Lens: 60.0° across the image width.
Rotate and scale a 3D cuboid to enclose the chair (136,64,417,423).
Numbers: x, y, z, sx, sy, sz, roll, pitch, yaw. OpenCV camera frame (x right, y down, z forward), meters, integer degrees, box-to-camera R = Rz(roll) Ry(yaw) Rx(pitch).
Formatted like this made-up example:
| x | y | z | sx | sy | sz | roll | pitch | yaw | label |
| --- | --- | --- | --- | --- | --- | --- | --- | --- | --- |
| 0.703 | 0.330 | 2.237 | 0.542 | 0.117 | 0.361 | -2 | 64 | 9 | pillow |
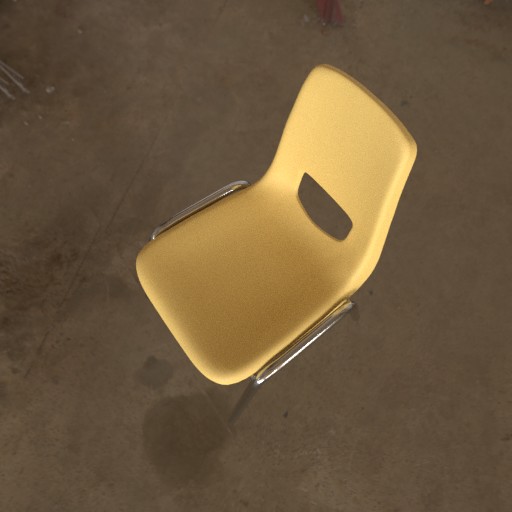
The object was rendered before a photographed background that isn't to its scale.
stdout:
| x | y | z | sx | sy | sz | roll | pitch | yaw | label |
| --- | --- | --- | --- | --- | --- | --- | --- | --- | --- |
| 0.000 | 0.000 | 0.778 | 0.385 | 0.536 | 0.354 | -34 | 69 | -15 | chair |
